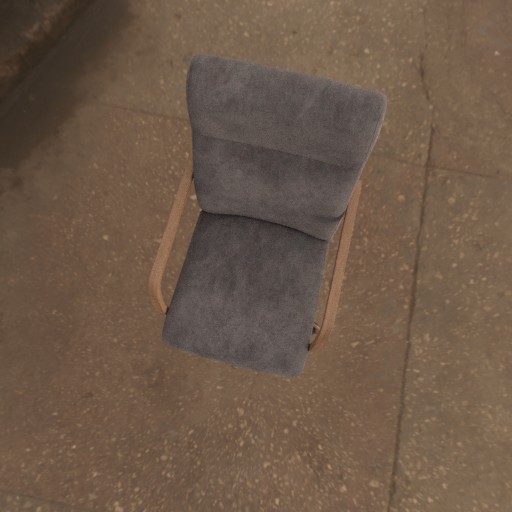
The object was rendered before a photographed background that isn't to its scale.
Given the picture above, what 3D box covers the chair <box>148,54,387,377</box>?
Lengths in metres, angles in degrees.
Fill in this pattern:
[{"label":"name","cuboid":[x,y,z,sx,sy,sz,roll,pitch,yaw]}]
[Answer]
[{"label":"chair","cuboid":[0.000,0.000,1.474,0.640,1.029,0.741,14,76,4]}]
